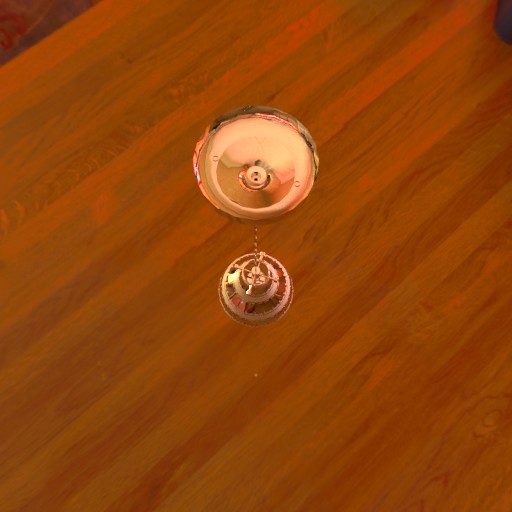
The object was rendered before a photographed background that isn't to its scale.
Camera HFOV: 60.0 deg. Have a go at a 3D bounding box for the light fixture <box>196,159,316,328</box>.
[{"bbox_3d":[0.000,0.000,1.582,0.374,1.457,0.374,18,76,5],"label":"light fixture"}]
